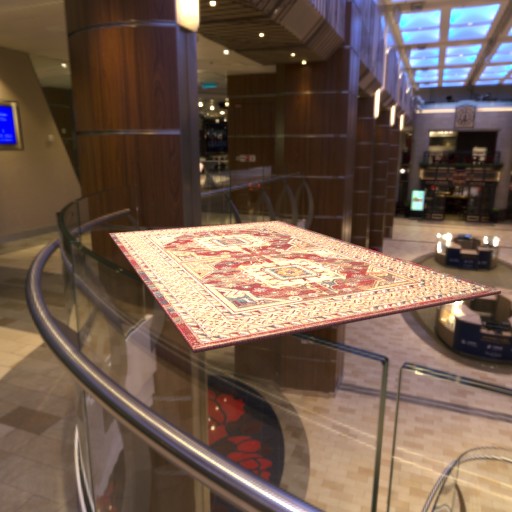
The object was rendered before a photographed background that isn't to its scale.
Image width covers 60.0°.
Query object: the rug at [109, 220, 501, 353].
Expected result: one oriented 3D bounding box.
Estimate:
[{"bbox_3d":[0.000,0.000,5.624,3.033,0.033,4.578,-6,15,-24],"label":"rug"}]
